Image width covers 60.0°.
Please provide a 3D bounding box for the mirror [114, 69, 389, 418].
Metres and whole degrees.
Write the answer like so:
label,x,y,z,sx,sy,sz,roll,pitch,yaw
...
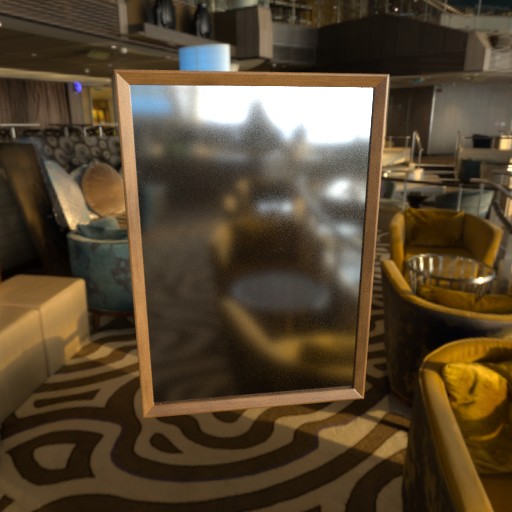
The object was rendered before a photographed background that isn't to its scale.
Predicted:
label,x,y,z,sx,sy,sz,roll,pitch,yaw
mirror,0.000,0.000,0.926,0.508,0.711,0.039,-2,17,-8
